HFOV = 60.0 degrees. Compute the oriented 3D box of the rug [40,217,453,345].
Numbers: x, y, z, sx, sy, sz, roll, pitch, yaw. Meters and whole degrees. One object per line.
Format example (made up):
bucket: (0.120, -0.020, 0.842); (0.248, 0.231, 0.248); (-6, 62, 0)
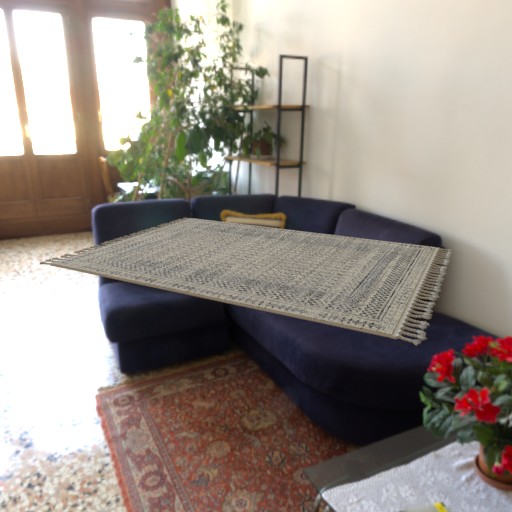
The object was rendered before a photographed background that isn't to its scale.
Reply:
rug: (0.000, 0.000, 2.363); (1.872, 0.013, 1.243); (9, 19, 26)
